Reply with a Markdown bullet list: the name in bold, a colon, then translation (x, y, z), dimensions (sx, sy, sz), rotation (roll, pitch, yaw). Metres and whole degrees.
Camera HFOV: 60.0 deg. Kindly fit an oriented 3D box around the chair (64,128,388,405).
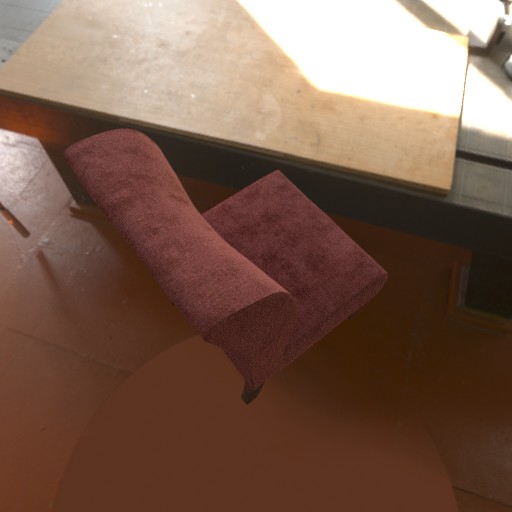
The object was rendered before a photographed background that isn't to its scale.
- **chair**: translation (0.000, 0.000, 1.274), dimensions (0.640, 0.846, 0.538), rotation (-33, 65, -18)
